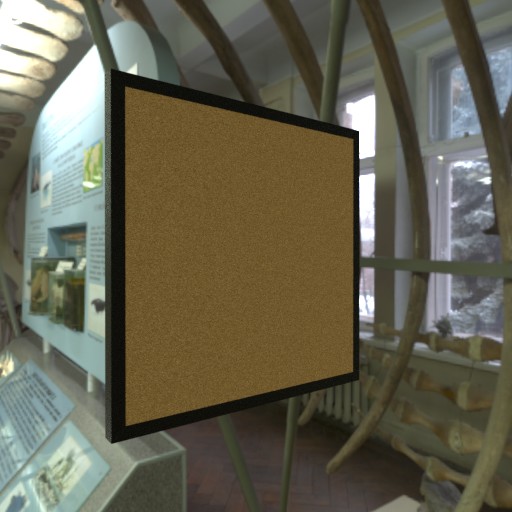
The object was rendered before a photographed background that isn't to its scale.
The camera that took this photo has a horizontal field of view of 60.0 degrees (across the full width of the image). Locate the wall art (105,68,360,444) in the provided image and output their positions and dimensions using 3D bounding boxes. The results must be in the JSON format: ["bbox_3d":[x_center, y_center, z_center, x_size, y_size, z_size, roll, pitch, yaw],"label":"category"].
[{"bbox_3d":[0.000,0.000,1.142,0.762,0.762,0.038,0,0,-37],"label":"wall art"}]
